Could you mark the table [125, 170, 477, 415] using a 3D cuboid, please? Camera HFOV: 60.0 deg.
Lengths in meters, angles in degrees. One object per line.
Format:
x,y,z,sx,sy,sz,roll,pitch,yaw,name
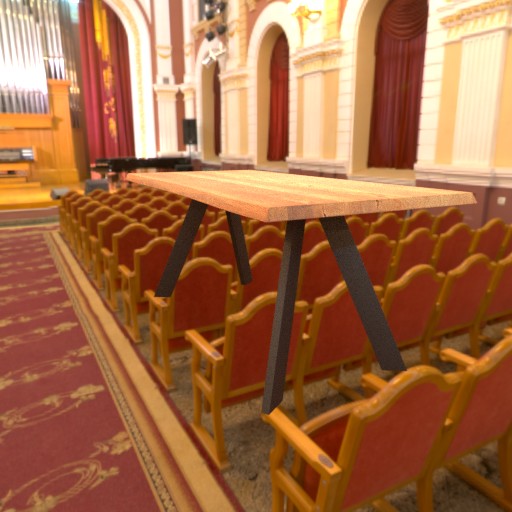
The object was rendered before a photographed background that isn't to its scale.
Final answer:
0.000,0.000,2.287,0.900,0.770,1.800,-7,16,-27,table
